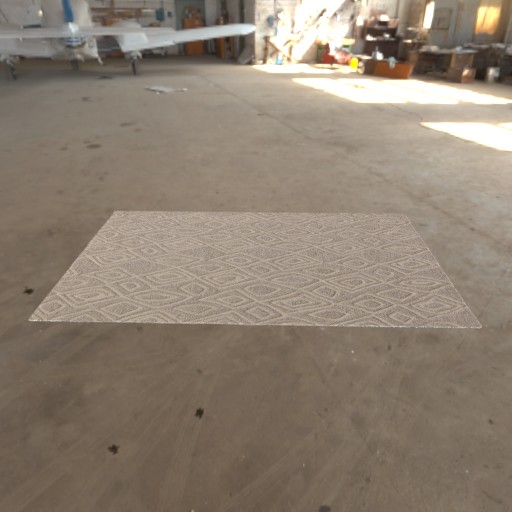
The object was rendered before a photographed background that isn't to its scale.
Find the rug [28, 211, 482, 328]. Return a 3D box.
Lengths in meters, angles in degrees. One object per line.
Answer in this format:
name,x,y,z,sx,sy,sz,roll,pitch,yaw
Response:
rug,0.000,0.000,3.046,2.442,0.010,1.546,1,28,1
